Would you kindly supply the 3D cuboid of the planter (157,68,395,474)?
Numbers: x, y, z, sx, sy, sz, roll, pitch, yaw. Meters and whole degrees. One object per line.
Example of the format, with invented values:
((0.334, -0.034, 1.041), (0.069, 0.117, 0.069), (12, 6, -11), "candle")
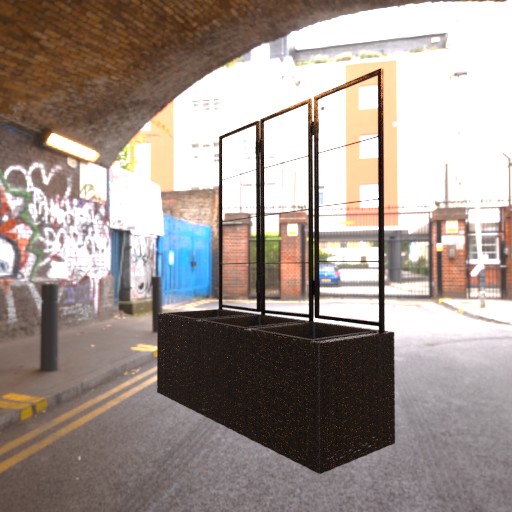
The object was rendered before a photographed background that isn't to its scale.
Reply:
((0.000, 0.000, 1.191), (0.244, 0.841, 0.698), (1, -2, -38), "planter")
